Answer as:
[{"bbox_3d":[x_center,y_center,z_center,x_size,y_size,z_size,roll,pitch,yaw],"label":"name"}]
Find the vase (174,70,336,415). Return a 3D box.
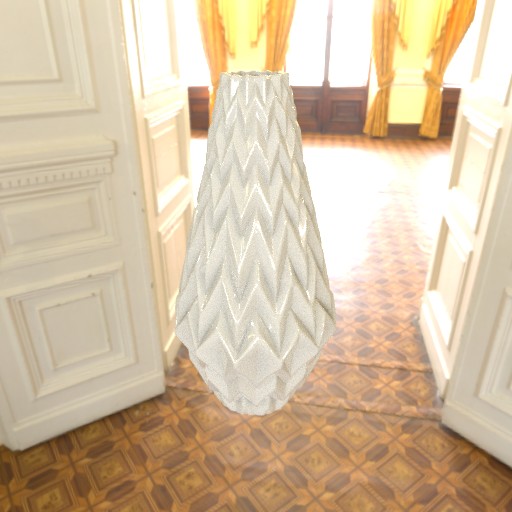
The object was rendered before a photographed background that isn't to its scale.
[{"bbox_3d":[0.000,0.000,0.427,0.167,0.328,0.167,0,27,0],"label":"vase"}]
